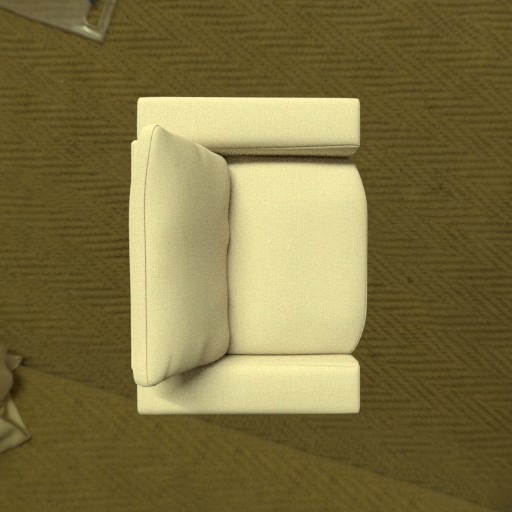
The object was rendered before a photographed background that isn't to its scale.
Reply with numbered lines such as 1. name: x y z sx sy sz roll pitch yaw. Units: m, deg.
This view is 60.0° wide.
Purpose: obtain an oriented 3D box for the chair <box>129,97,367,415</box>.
1. chair: 0.000 0.000 2.045 1.039 0.915 1.398 0 90 -1
